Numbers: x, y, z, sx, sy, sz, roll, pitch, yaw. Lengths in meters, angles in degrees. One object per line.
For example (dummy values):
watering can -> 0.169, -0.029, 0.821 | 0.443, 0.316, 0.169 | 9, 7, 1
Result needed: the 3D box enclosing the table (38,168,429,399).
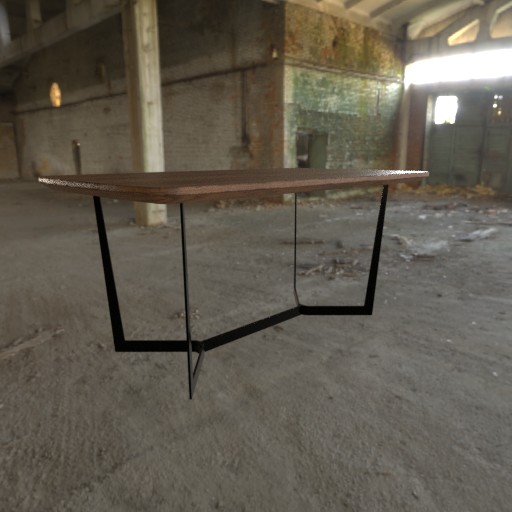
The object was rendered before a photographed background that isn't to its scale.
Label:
table -> 0.000, 0.000, 2.091 | 1.643, 0.765, 0.949 | -12, 18, -43
